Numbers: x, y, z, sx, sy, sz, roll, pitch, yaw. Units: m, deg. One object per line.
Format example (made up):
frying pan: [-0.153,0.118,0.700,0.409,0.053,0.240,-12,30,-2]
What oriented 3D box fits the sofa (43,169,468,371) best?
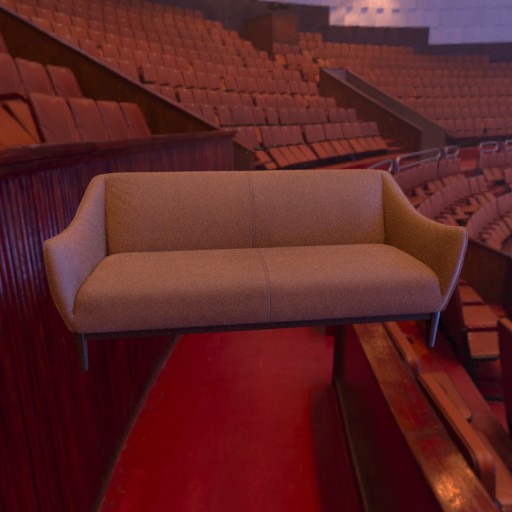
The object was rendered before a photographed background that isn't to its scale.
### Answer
sofa: [0.000,0.000,2.402,1.928,0.830,0.869,-2,17,-7]
